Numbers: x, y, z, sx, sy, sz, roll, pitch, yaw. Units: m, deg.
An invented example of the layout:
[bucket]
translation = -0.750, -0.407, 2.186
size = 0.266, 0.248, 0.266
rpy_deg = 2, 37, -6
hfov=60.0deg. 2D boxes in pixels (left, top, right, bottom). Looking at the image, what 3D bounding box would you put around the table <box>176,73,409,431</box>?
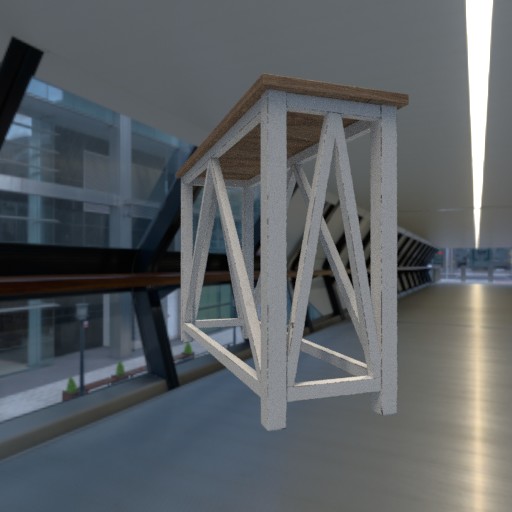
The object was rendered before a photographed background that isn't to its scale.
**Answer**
[table]
translation = 0.000, 0.000, 1.868
size = 0.450, 0.930, 1.400
rpy_deg = 0, 0, -19
